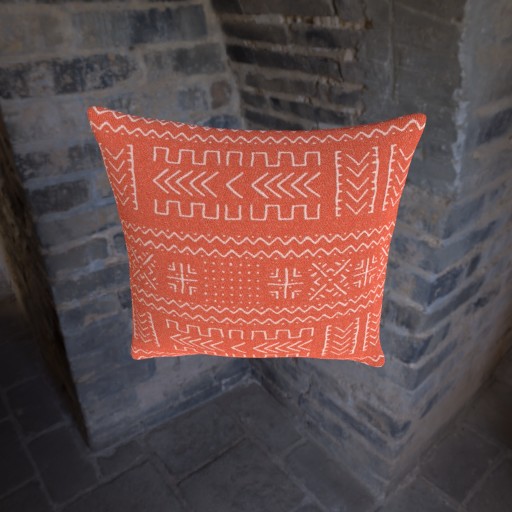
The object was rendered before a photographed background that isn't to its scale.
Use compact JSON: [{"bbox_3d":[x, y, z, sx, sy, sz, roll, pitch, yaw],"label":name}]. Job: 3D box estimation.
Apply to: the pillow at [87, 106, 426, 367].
[{"bbox_3d":[0.000,0.000,0.665,0.438,0.429,0.164,2,29,3],"label":"pillow"}]
